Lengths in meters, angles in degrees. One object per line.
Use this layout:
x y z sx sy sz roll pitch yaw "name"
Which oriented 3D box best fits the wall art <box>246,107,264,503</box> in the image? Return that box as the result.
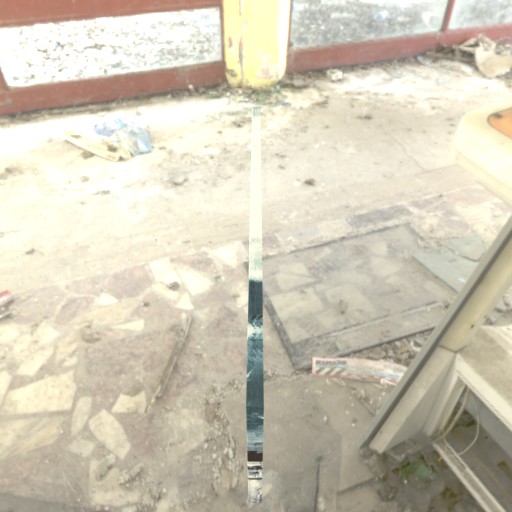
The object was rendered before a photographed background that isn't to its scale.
0.000 0.000 1.649 0.037 0.509 1.524 0 41 0 "wall art"
